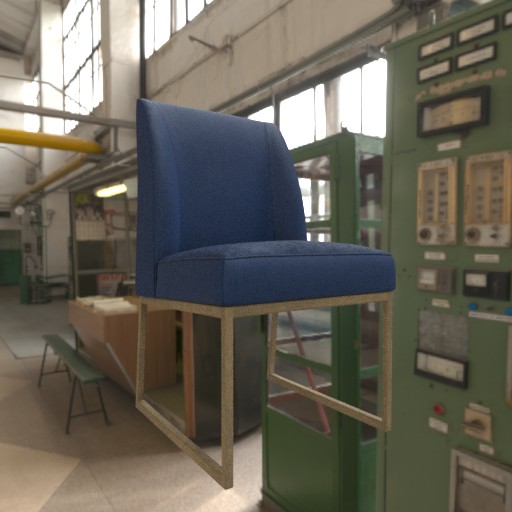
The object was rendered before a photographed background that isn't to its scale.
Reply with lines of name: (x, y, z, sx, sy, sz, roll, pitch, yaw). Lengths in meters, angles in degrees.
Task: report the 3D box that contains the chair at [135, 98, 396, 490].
chair: (0.000, 0.000, 1.160, 0.508, 0.863, 0.522, -1, 2, -34)
